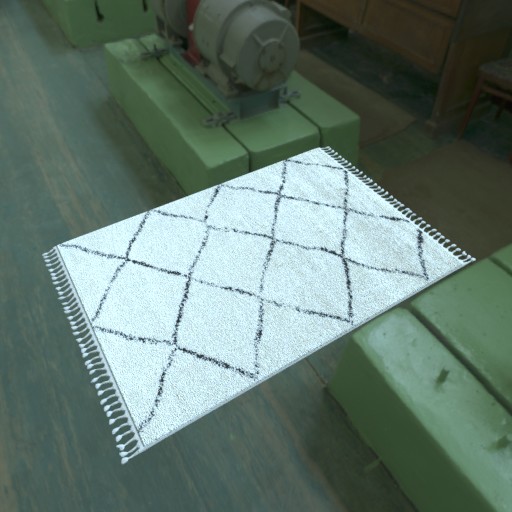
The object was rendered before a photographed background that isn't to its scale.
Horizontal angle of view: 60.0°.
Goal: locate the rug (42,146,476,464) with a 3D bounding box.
[{"bbox_3d":[0.000,0.000,2.781,2.307,0.031,1.494,-24,52,-21],"label":"rug"}]
